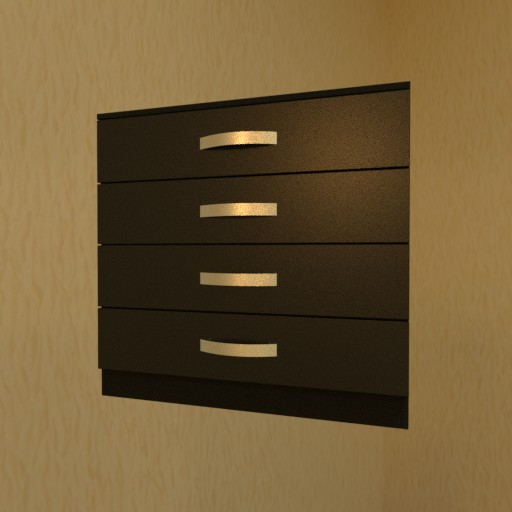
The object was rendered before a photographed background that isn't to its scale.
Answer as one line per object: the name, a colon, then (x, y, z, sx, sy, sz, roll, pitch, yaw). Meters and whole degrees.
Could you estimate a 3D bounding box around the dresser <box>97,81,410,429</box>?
dresser: (0.000, 0.000, 1.162, 0.750, 0.720, 0.360, 0, 1, 17)
